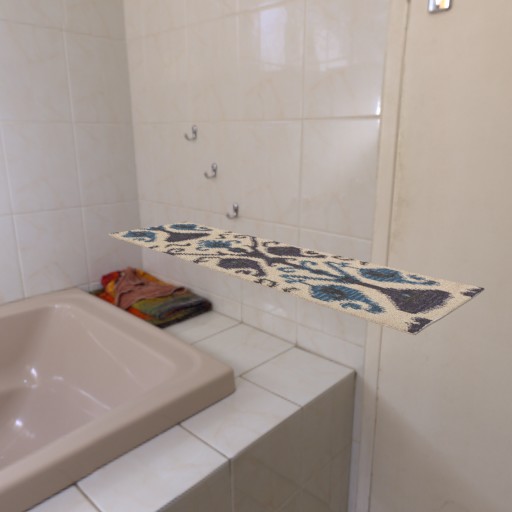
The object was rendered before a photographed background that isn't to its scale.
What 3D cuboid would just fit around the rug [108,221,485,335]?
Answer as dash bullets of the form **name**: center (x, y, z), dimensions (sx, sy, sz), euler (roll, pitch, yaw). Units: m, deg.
- **rug**: center (0.000, 0.000, 2.587), dimensions (0.692, 0.017, 2.301), euler (-15, 21, -43)
